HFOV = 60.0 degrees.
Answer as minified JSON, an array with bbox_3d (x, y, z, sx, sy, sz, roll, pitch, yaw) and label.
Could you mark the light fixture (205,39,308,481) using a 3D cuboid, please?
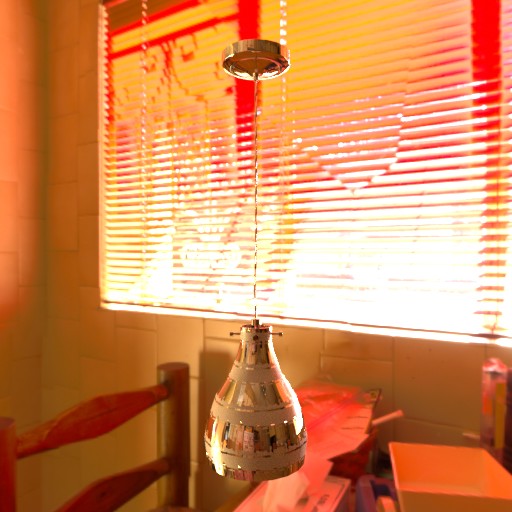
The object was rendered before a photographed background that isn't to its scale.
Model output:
[{"bbox_3d":[0.000,0.000,1.611,0.374,1.457,0.374,0,0,0],"label":"light fixture"}]
